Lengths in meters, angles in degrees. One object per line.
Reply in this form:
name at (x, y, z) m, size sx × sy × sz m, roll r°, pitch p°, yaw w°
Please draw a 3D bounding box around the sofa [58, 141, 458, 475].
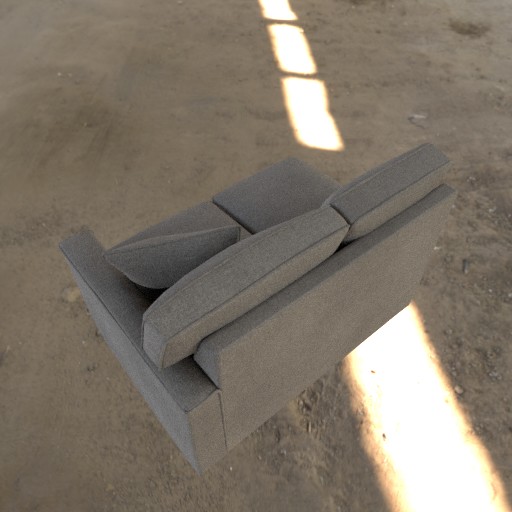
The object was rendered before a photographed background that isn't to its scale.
sofa at (0.000, 0.000, 2.012) m, size 1.388 × 0.989 × 0.991 m, roll -31°, pitch 54°, yaw -26°
